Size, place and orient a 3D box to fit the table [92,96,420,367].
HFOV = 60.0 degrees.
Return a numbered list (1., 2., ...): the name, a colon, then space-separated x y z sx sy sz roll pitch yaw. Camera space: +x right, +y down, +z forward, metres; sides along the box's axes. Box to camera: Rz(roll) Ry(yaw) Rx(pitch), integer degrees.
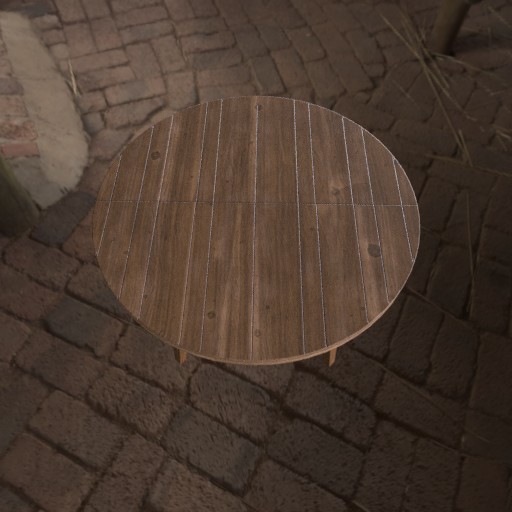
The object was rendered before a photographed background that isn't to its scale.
1. table: 0.000 0.000 1.996 1.213 0.764 1.213 0 59 0
